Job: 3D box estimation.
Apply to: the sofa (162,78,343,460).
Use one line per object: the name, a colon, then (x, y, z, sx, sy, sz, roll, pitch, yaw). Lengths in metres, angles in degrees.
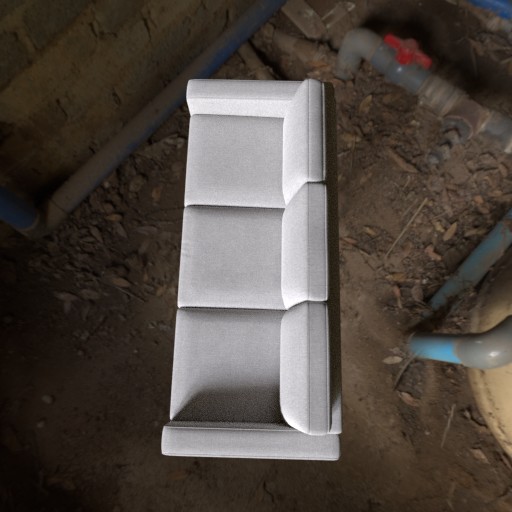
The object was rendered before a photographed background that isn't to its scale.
sofa: (0.000, 0.000, 2.568, 0.900, 0.800, 2.120, 1, 76, 0)
